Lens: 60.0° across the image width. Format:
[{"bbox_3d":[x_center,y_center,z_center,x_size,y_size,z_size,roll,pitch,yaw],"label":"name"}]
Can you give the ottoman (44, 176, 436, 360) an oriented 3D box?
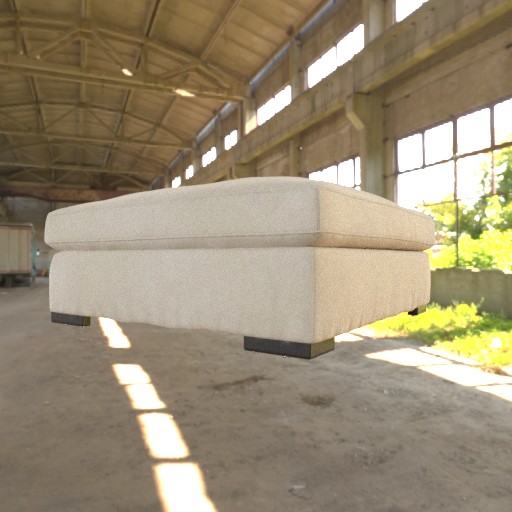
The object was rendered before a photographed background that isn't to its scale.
[{"bbox_3d":[0.000,0.000,1.857,1.190,0.522,1.205,0,0,34],"label":"ottoman"}]
